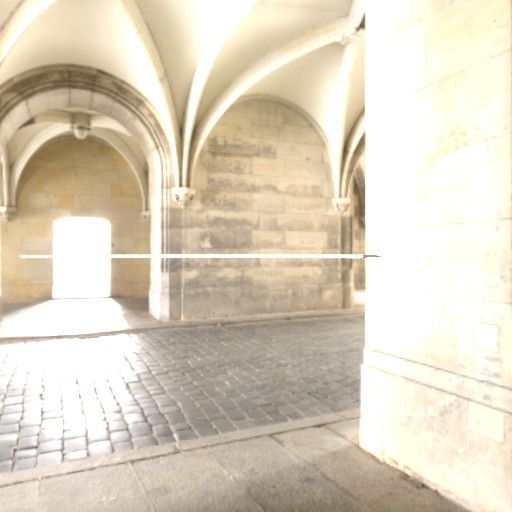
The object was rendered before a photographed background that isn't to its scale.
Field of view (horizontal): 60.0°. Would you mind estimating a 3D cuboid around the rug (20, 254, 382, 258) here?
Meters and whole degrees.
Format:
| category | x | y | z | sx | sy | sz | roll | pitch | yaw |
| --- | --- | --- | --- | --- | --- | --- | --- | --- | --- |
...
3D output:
| category | x | y | z | sx | sy | sz | roll | pitch | yaw |
| --- | --- | --- | --- | --- | --- | --- | --- | --- | --- |
| rug | 0.000 | 0.000 | 2.245 | 1.179 | 0.022 | 1.820 | 0 | 0 | 17 |
